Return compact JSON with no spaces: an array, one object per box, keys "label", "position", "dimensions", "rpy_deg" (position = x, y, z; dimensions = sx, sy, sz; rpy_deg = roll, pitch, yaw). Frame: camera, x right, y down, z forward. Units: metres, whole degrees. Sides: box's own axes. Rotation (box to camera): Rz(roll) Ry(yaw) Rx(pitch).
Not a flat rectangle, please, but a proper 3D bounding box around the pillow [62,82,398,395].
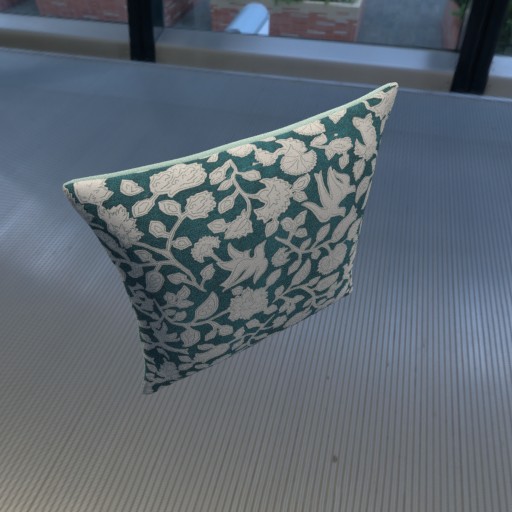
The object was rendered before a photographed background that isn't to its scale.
[{"label":"pillow","position":[0.000,0.000,0.788],"dimensions":[0.525,0.508,0.166],"rpy_deg":[-23,50,-20]}]
